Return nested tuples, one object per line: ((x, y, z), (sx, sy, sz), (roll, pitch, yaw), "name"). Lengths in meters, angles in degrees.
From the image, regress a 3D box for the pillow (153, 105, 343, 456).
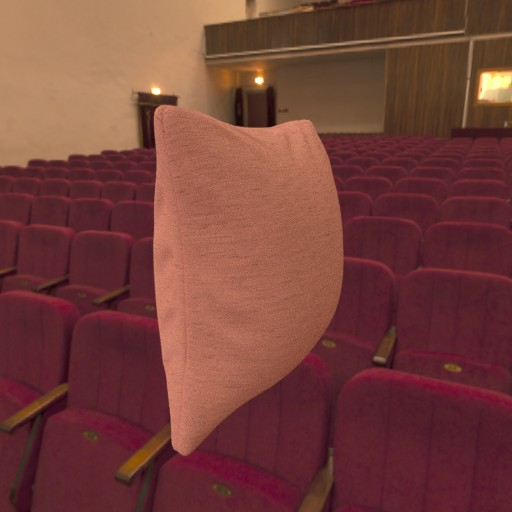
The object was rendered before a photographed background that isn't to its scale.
((0.000, 0.000, 0.678), (0.246, 0.415, 0.432), (7, 17, 26), "pillow")
